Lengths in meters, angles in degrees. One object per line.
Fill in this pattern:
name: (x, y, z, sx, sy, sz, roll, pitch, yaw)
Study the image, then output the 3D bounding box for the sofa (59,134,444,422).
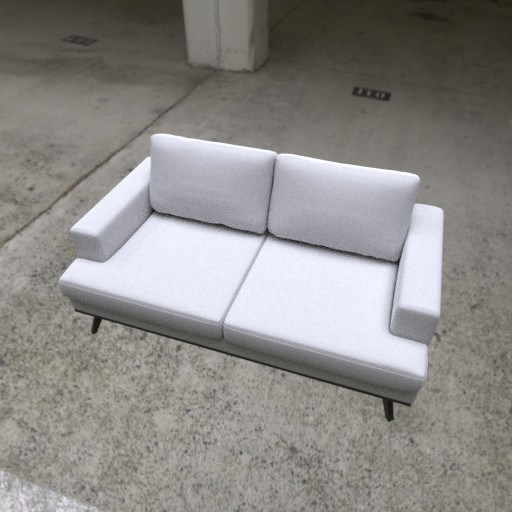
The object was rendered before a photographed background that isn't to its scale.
sofa: (0.000, 0.000, 2.153, 1.650, 0.810, 0.920, 13, 43, 14)
